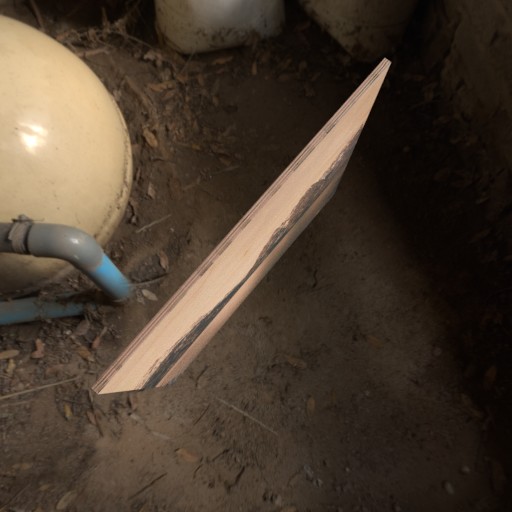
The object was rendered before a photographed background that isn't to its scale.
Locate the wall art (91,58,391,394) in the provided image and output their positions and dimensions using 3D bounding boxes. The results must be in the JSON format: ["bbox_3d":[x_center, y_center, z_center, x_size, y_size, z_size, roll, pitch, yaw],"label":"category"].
[{"bbox_3d":[0.000,0.000,0.692,0.010,0.408,0.508,39,78,10],"label":"wall art"}]
